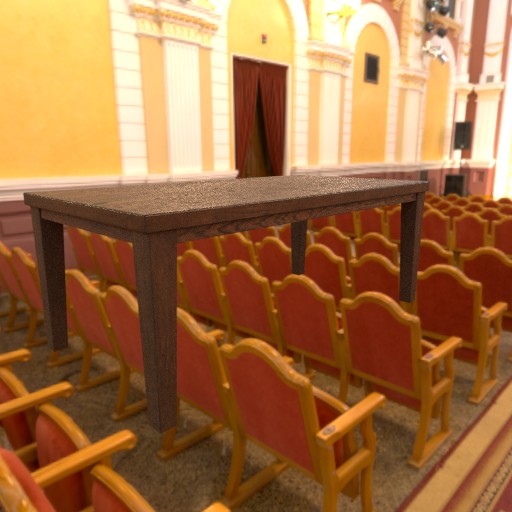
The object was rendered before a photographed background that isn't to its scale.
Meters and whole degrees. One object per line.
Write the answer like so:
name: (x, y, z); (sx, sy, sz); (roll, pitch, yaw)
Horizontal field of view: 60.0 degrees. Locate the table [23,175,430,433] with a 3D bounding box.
table: (0.000, 0.000, 2.438); (1.016, 0.762, 1.981); (13, 19, 43)
